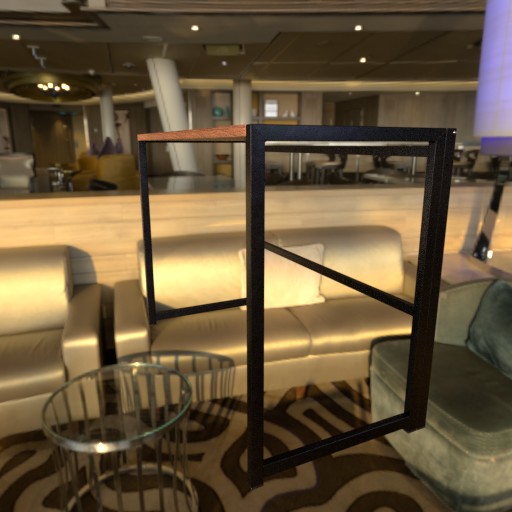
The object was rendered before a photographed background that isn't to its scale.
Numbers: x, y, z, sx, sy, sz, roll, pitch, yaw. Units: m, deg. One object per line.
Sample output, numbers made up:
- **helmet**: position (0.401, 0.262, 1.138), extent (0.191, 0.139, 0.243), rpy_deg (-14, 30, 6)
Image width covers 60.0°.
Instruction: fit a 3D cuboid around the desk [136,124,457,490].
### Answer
- **desk**: position (0.000, 0.000, 1.415), extent (0.508, 0.762, 1.016), rpy_deg (-7, 16, -25)
